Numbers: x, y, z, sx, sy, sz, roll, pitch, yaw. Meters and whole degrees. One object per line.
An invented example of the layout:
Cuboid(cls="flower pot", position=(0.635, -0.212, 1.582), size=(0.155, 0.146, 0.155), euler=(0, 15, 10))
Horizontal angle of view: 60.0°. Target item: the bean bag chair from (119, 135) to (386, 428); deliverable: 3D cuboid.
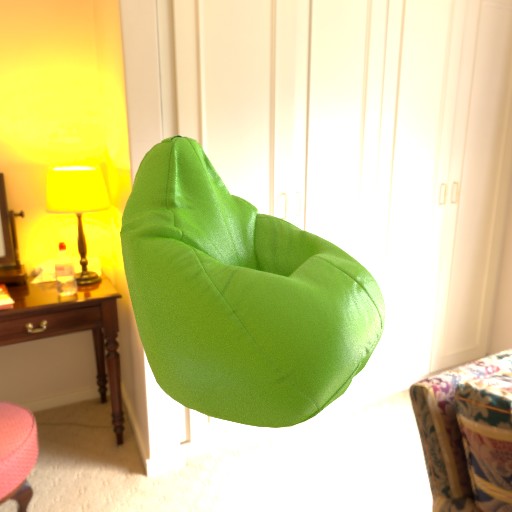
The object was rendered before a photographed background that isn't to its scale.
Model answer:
Cuboid(cls="bean bag chair", position=(0.000, 0.000, 1.867), size=(1.070, 0.990, 1.070), euler=(7, 16, 25))
